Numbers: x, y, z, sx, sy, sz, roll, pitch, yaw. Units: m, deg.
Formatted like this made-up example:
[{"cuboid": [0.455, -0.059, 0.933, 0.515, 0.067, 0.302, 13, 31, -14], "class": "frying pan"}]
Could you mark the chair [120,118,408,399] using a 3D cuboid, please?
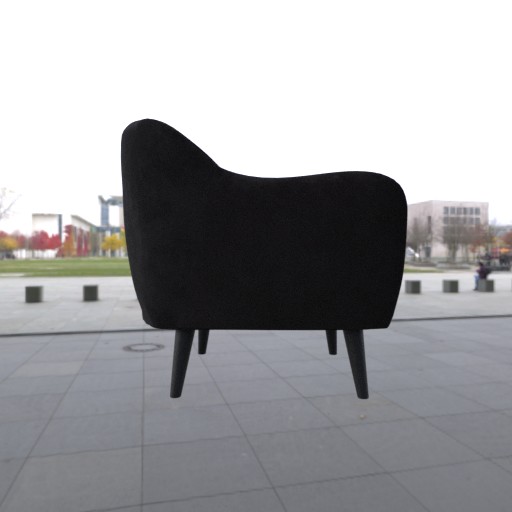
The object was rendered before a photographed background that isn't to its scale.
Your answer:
[{"cuboid": [0.000, 0.000, 1.547, 0.819, 0.807, 0.840, 0, 0, 1], "class": "chair"}]
